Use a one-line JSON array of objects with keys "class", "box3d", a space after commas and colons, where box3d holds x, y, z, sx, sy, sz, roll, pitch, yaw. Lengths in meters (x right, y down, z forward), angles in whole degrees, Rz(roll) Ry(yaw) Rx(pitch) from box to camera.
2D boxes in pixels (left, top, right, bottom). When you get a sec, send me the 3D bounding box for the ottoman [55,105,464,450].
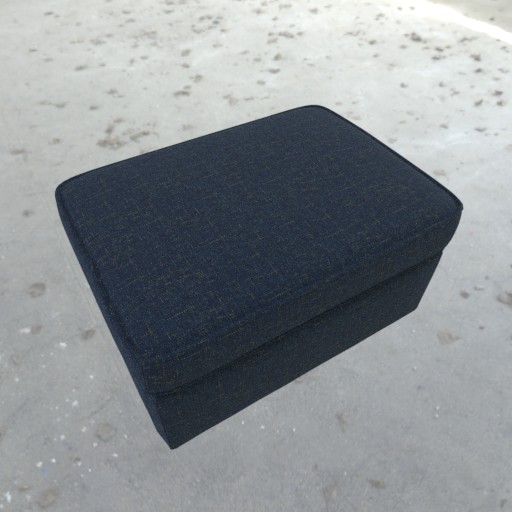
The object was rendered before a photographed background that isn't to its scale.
[{"class": "ottoman", "box3d": [0.000, 0.000, 1.072, 0.749, 0.450, 0.549, -24, 51, -21]}]
